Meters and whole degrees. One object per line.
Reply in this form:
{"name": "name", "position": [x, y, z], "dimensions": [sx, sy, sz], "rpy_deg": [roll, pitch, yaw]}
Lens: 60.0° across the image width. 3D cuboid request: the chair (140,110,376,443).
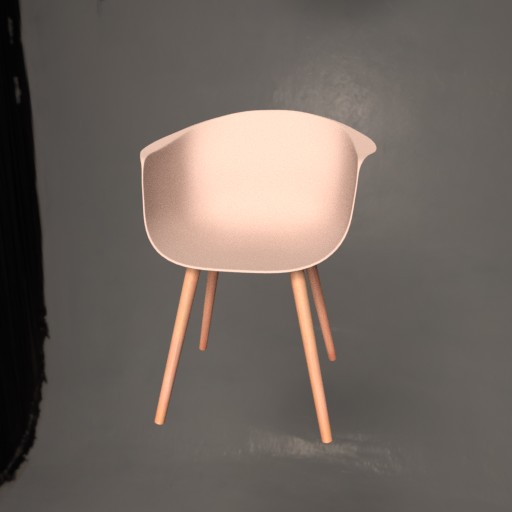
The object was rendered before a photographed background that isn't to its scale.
{"name": "chair", "position": [0.000, 0.000, 1.194], "dimensions": [0.593, 0.781, 0.504], "rpy_deg": [2, 15, 10]}
